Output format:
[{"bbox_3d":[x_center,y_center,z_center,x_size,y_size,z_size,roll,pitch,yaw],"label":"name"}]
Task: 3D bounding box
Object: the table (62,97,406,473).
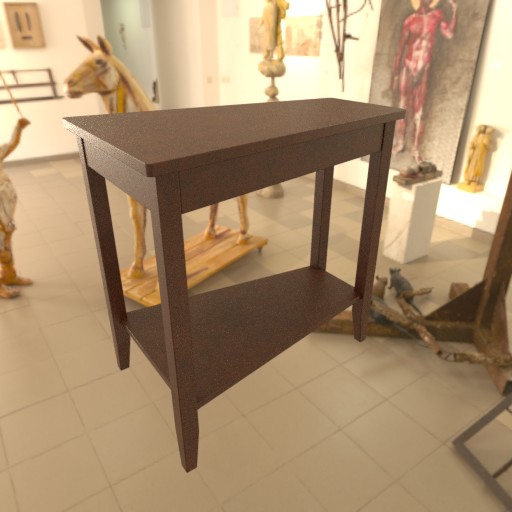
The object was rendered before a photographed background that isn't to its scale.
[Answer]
[{"bbox_3d":[0.000,0.000,0.967,0.605,0.589,0.399,-18,32,-31],"label":"table"}]
